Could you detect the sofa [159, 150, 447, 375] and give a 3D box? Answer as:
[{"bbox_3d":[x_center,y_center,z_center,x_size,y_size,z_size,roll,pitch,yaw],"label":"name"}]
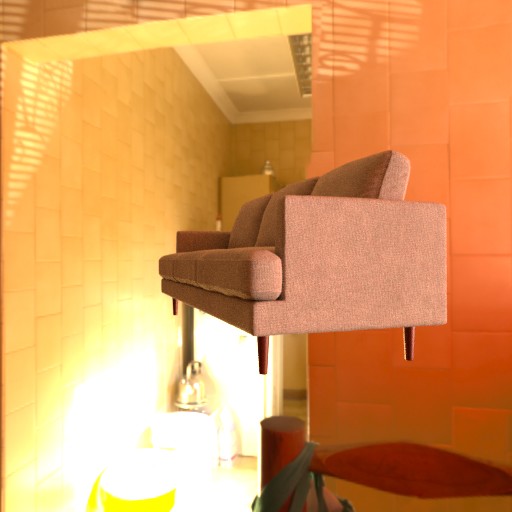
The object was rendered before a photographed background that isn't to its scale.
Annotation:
[{"bbox_3d":[0.000,0.000,2.737,0.903,0.930,2.246,0,-1,-20],"label":"sofa"}]
